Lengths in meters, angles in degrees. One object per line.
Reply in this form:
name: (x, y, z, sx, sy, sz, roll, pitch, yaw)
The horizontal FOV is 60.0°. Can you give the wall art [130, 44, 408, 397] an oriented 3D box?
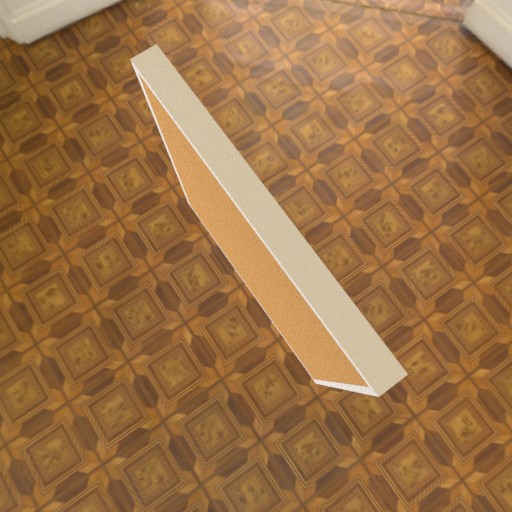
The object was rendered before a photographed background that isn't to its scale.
wall art: (0.000, 0.000, 0.769, 0.040, 0.509, 0.509, -34, 78, -8)
